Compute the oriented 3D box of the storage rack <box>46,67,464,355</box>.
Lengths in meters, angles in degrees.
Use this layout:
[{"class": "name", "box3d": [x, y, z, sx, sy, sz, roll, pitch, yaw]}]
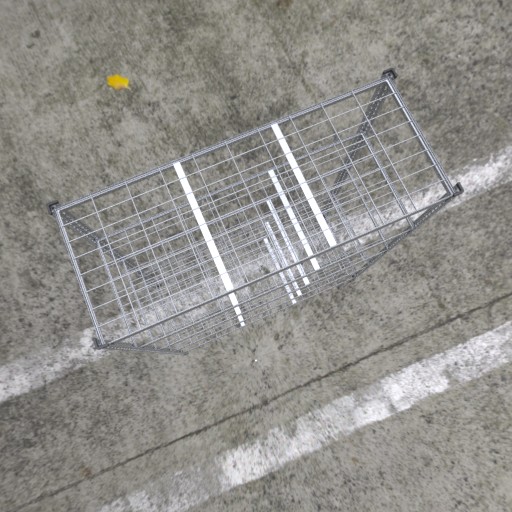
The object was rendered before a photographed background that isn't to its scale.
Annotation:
[{"class": "storage rack", "box3d": [0.000, 0.000, 2.694, 1.524, 1.981, 0.610, -23, 78, -5]}]
